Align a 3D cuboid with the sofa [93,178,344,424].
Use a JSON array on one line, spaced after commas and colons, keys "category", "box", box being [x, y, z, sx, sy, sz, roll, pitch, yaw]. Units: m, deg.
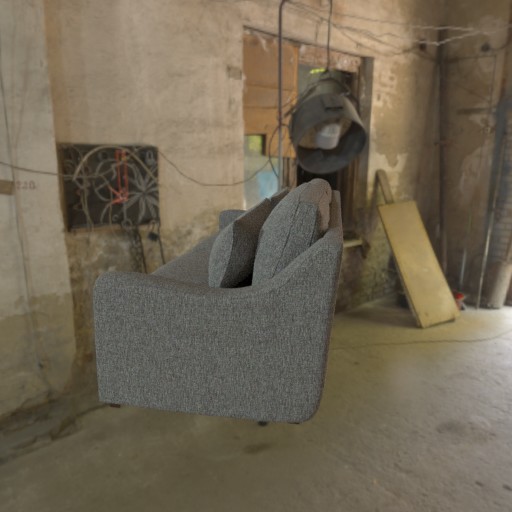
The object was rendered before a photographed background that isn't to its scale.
[{"category": "sofa", "box": [0.000, 0.000, 2.997, 1.103, 0.998, 2.418, 2, 14, 10]}]
